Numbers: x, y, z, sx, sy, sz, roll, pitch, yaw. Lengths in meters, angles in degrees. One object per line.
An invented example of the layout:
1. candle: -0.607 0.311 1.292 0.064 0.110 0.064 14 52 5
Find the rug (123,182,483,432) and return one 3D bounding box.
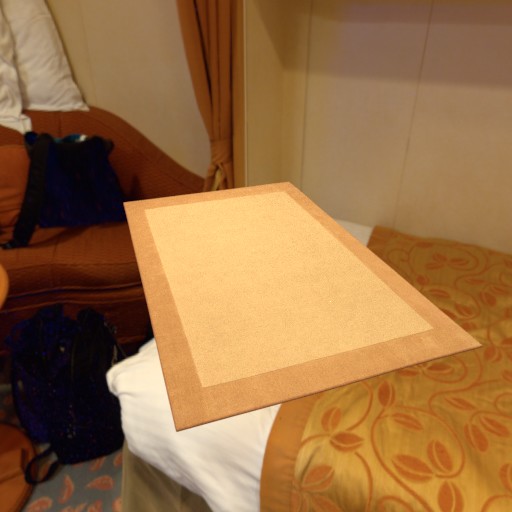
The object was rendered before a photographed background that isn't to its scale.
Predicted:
1. rug: 0.000 0.000 2.970 1.524 0.014 2.438 -10 31 -17
